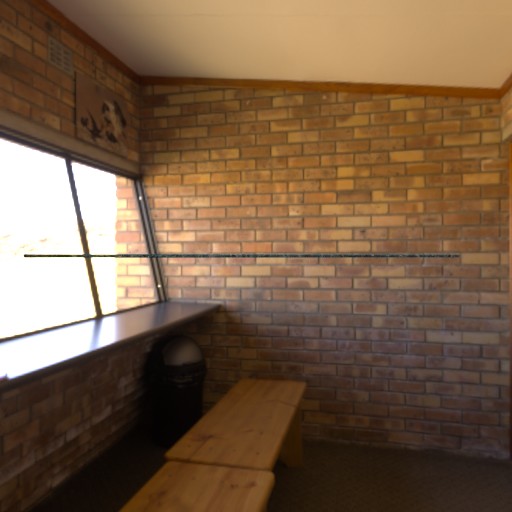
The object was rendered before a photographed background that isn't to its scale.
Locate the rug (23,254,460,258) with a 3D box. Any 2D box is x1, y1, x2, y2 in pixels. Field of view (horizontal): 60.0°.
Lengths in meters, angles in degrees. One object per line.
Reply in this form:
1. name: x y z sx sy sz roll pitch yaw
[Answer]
1. rug: 0.000 0.000 2.541 2.286 0.016 0.676 0 0 -18
